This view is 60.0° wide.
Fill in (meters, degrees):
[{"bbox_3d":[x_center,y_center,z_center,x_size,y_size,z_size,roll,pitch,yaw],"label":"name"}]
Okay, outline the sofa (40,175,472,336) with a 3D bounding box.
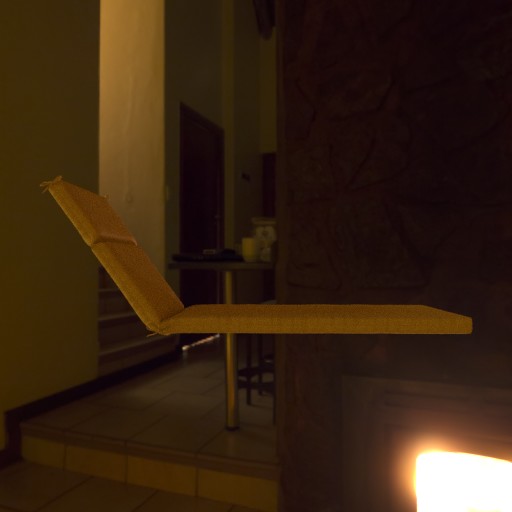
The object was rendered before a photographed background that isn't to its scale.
[{"bbox_3d":[0.000,0.000,1.952,1.663,0.622,0.582,0,-1,1],"label":"sofa"}]
